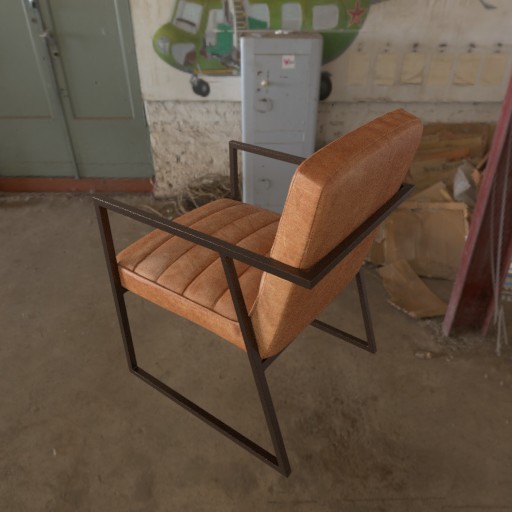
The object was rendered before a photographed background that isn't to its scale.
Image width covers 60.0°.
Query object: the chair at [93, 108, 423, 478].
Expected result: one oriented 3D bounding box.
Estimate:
[{"bbox_3d":[0.000,0.000,1.265,0.677,0.832,0.571,22,38,30],"label":"chair"}]
